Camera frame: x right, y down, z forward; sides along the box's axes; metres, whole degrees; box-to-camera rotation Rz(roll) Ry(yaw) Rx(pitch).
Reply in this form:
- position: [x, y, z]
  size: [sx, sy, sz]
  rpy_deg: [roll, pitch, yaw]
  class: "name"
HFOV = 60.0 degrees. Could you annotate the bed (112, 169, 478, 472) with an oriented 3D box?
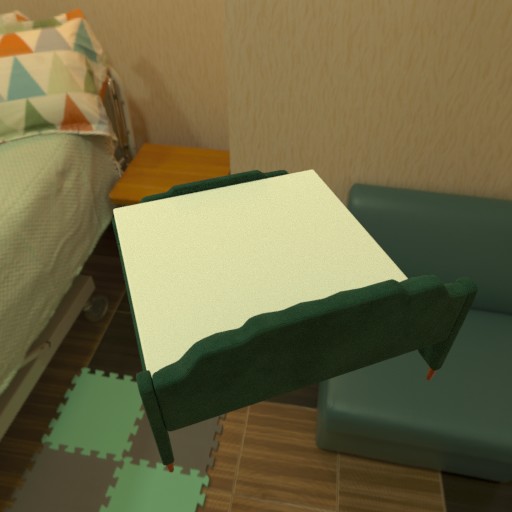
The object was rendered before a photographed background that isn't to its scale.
- position: [0.000, 0.000, 3.527]
  size: [2.074, 1.245, 2.340]
  rpy_deg: [-14, 44, -15]
  class: "bed"
